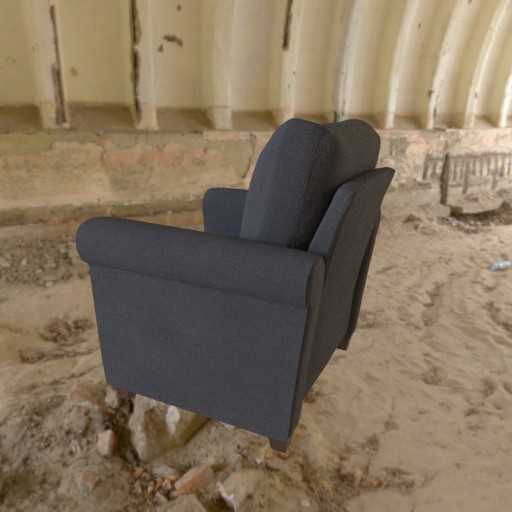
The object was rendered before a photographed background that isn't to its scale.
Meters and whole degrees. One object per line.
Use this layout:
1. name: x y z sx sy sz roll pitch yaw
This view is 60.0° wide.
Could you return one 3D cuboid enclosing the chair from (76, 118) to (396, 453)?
1. chair: 0.000 0.000 1.591 0.828 0.942 0.867 8 19 25
